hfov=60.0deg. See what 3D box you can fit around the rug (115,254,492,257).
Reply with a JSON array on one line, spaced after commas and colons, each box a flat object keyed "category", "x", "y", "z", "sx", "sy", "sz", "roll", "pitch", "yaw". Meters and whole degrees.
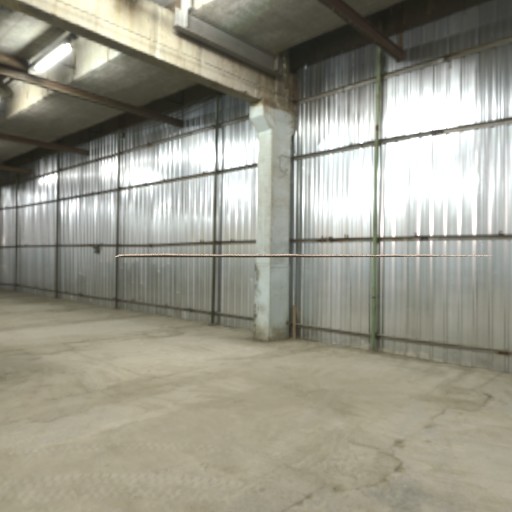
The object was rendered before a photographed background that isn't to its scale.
[{"category": "rug", "x": 0.000, "y": 0.000, "z": 4.117, "sx": 2.468, "sy": 0.022, "sz": 3.061, "roll": 0, "pitch": 0, "yaw": -18}]
